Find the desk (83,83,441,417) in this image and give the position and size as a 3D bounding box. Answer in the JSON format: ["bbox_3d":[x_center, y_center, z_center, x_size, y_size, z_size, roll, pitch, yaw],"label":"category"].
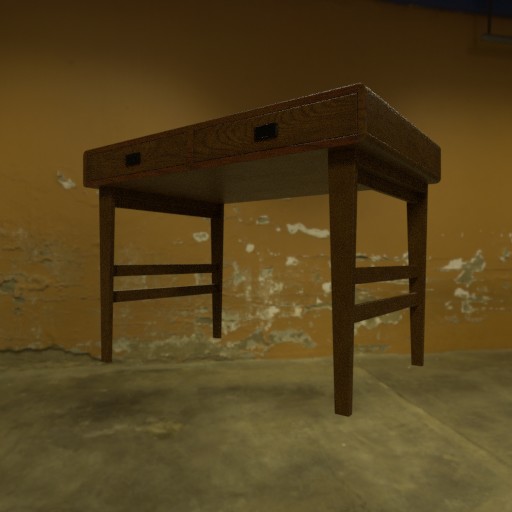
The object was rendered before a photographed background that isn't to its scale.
[{"bbox_3d":[0.000,0.000,1.542,1.066,0.754,0.660,0,-1,36],"label":"desk"}]
